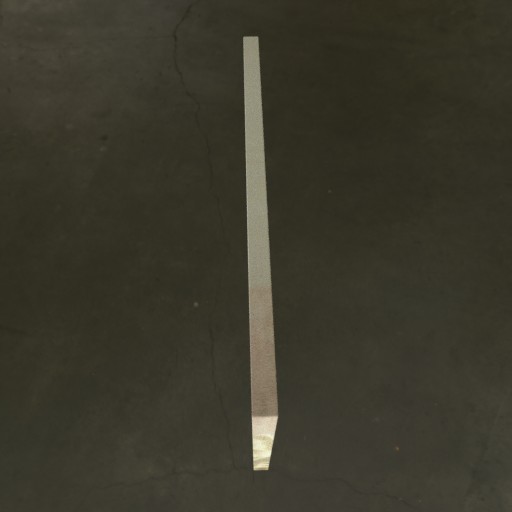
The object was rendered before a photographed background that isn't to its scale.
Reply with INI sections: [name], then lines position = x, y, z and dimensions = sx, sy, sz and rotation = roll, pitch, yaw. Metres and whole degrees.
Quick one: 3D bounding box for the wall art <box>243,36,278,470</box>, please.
[wall art]
position = 0.000, 0.000, 1.123
dimensions = 0.040, 0.608, 0.916
rotation = -1, 58, -1
